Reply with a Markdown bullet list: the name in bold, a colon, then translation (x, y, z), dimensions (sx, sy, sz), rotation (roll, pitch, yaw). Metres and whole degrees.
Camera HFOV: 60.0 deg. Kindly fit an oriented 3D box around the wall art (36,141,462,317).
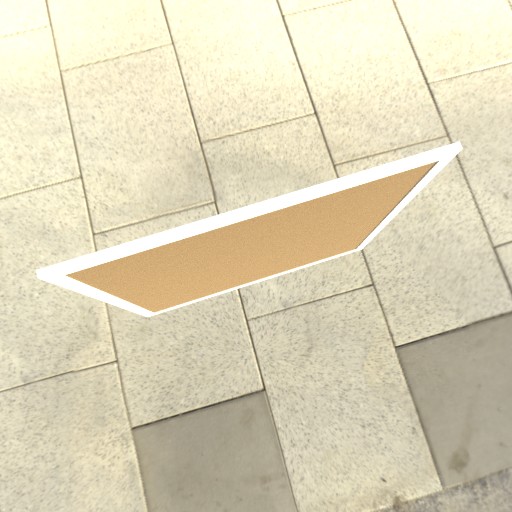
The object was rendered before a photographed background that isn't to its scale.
- **wall art**: translation (0.000, 0.000, 1.205), dimensions (0.812, 0.812, 0.015), rotation (-17, 78, -4)
